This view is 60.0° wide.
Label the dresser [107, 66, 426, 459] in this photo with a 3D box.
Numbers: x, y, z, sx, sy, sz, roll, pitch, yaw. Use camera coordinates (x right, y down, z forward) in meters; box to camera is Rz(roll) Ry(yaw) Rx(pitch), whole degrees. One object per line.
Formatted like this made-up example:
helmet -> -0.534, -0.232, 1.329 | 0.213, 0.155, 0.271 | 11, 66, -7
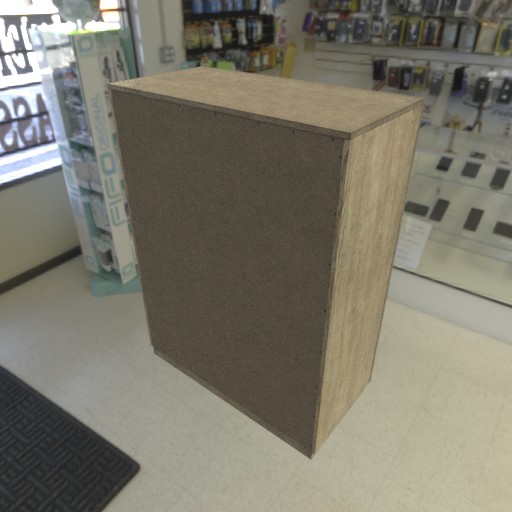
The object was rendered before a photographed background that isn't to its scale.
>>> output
dresser -> 0.000, 0.000, 1.813 | 0.967, 1.295, 0.483 | 23, 38, 32
